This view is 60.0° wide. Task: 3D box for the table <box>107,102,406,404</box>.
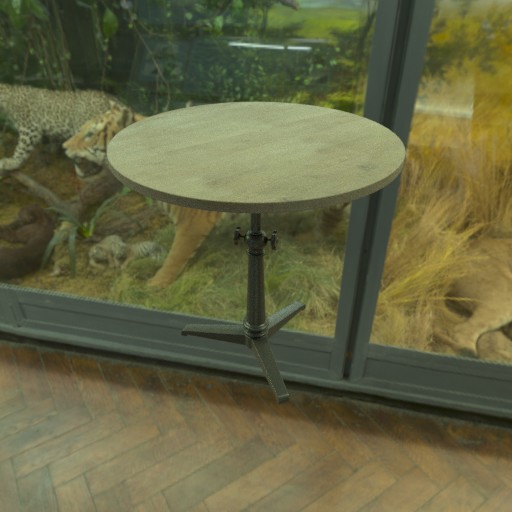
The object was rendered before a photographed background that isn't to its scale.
[{"bbox_3d":[0.000,0.000,1.444,0.800,0.780,0.800,0,33,0],"label":"table"}]
